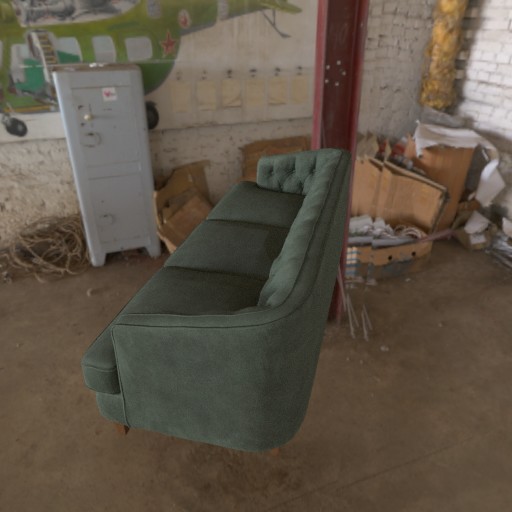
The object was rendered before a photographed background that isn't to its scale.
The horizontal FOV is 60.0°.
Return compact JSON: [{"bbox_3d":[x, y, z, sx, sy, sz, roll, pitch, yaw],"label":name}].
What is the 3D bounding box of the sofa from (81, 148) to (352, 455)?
[{"bbox_3d":[0.000,0.000,2.671,0.941,0.855,2.278,8,30,13],"label":"sofa"}]
